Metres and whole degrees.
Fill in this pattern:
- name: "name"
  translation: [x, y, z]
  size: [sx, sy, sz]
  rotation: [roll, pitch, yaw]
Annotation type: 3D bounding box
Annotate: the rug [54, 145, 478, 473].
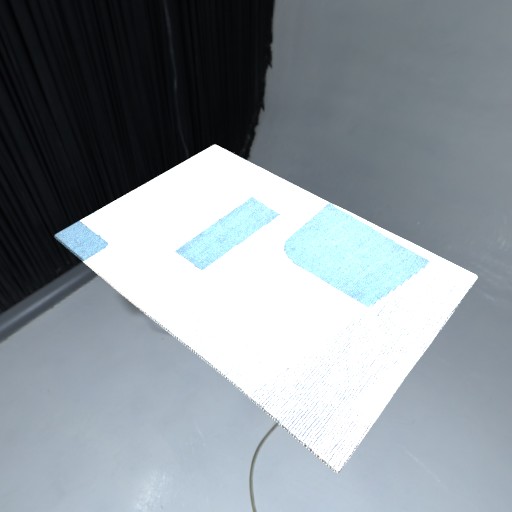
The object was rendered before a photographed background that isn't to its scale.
- name: "rug"
  translation: [0.000, 0.000, 2.301]
  size: [1.847, 0.020, 1.238]
  rotation: [32, 53, 28]
